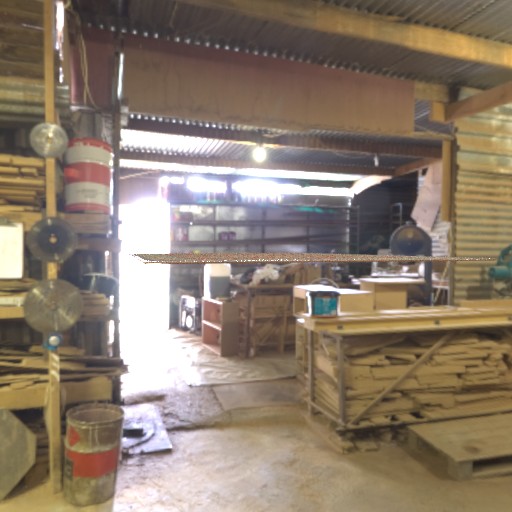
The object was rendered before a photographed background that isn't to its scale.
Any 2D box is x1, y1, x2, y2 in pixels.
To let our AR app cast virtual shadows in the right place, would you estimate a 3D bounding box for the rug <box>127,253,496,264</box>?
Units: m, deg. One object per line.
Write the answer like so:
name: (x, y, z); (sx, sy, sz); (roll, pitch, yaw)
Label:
rug: (0.000, 0.000, 2.258); (1.219, 0.009, 1.829); (0, 1, -18)
